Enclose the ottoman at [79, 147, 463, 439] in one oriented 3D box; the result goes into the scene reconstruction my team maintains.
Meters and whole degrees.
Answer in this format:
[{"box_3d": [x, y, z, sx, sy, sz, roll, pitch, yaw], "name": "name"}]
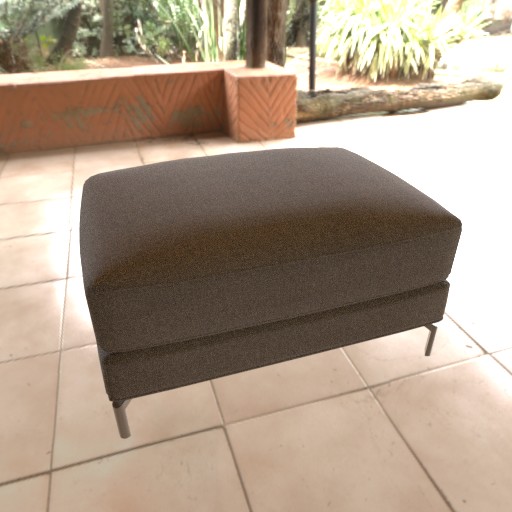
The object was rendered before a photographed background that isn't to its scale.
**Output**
[{"box_3d": [0.000, 0.000, 1.179, 0.838, 0.457, 0.584, -10, 33, -16], "name": "ottoman"}]
